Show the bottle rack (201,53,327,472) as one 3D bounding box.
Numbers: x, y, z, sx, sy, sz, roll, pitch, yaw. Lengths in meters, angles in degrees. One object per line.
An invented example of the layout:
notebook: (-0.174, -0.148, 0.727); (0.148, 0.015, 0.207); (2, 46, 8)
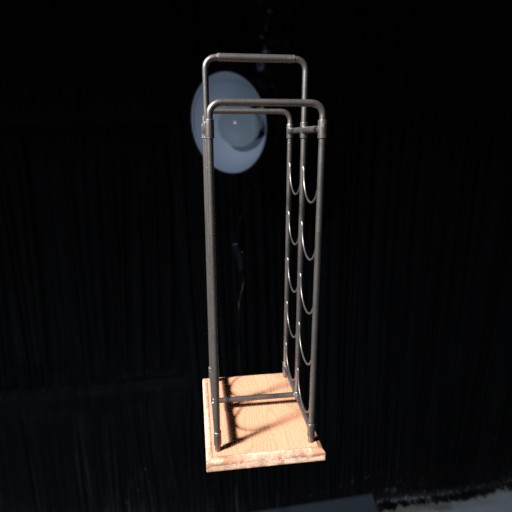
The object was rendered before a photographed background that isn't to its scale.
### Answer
bottle rack: (0.000, 0.000, 0.809); (0.208, 0.680, 0.276); (-2, 15, -8)
